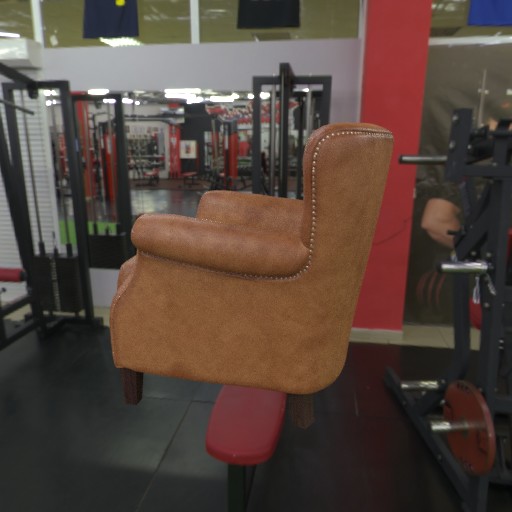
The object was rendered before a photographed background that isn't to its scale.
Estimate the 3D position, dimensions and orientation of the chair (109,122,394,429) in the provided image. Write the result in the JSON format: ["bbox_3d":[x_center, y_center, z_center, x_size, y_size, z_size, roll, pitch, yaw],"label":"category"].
[{"bbox_3d":[0.000,0.000,1.664,0.921,0.936,0.861,3,15,11],"label":"chair"}]
